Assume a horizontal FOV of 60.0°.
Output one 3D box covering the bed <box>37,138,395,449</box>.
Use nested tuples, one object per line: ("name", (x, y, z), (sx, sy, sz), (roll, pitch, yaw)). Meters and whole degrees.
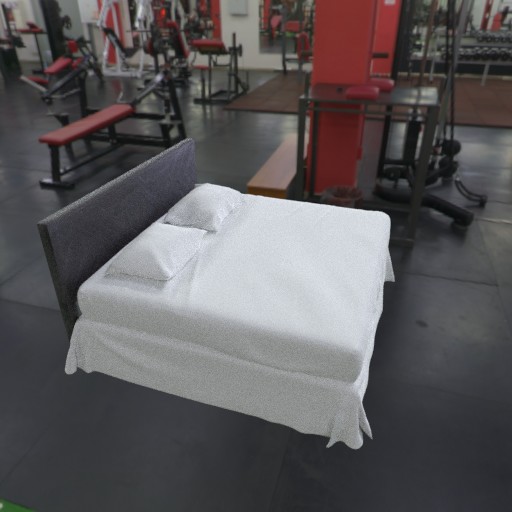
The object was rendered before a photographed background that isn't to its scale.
("bed", (0.000, 0.000, 3.507), (2.165, 1.158, 2.255), (10, 32, 17))
